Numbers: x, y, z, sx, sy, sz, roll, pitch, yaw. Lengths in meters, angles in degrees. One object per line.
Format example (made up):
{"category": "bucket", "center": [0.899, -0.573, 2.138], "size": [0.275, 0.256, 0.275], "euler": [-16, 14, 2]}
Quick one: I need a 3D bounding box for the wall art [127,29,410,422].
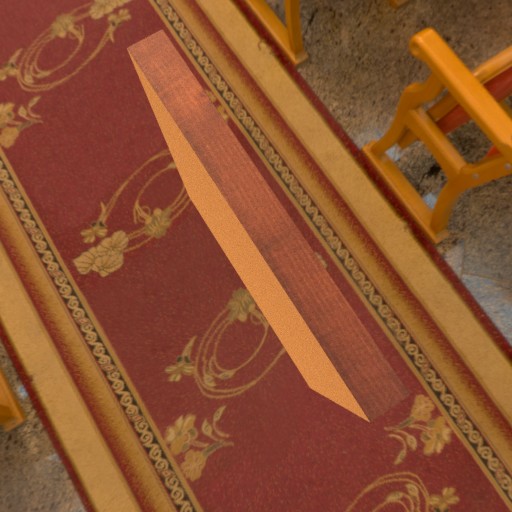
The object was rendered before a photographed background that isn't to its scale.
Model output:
{"category": "wall art", "center": [0.000, 0.000, 0.563], "size": [0.038, 0.385, 0.386], "euler": [-32, 79, -7]}
